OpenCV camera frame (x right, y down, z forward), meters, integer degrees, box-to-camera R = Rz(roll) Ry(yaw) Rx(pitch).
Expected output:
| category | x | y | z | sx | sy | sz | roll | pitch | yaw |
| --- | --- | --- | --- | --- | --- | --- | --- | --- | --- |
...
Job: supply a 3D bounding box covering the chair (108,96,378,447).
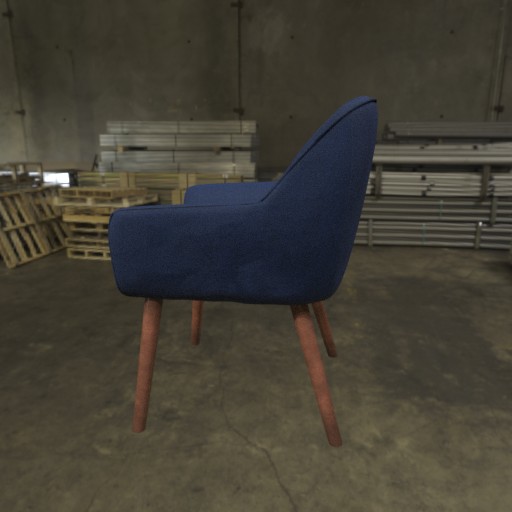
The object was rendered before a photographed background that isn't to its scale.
| category | x | y | z | sx | sy | sz | roll | pitch | yaw |
| --- | --- | --- | --- | --- | --- | --- | --- | --- | --- |
| chair | 0.000 | 0.000 | 1.260 | 0.600 | 0.820 | 0.600 | 2 | 14 | 9 |
